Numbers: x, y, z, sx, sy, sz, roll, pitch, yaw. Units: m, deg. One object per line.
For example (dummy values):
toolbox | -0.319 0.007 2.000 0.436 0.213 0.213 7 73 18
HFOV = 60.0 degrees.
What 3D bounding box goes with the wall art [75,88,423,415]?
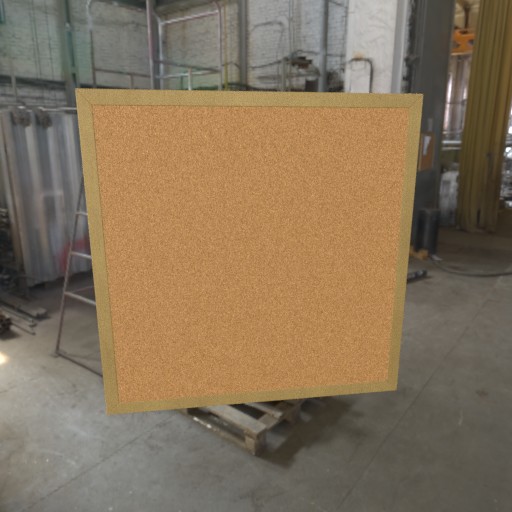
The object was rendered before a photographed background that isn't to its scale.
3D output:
wall art | 0.000 0.000 0.441 0.305 0.305 0.038 -2 15 -8
